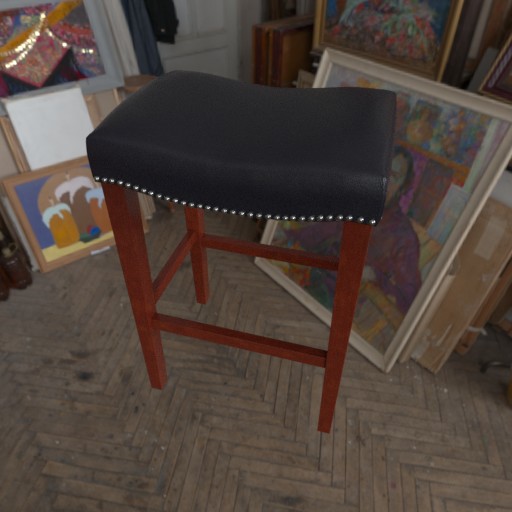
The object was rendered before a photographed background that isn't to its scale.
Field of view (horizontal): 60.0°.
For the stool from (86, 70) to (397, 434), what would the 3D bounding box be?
[{"bbox_3d":[0.000,0.000,1.034,0.504,0.742,0.372,10,41,12],"label":"stool"}]
